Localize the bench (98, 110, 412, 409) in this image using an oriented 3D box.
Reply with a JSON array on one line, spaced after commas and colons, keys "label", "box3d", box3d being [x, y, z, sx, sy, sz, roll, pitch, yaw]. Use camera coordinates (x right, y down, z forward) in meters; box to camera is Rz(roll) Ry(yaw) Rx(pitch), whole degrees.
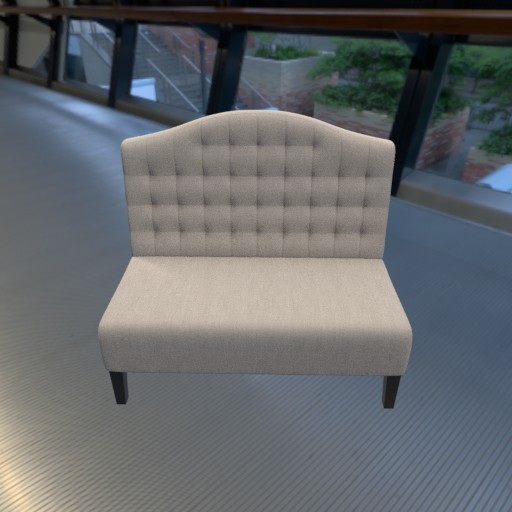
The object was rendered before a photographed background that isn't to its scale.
[{"label": "bench", "box3d": [0.000, 0.000, 2.100, 1.335, 1.180, 0.815, 1, 31, 1]}]
